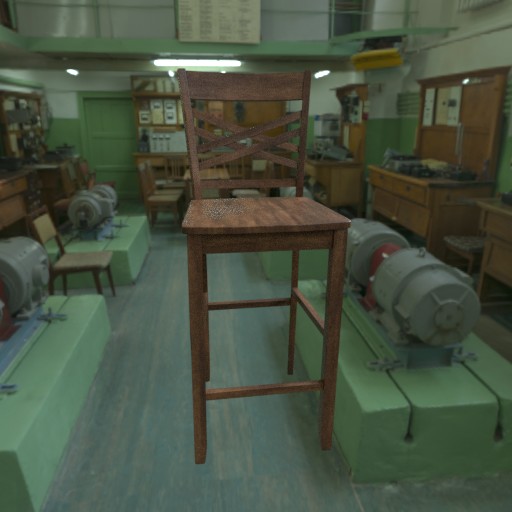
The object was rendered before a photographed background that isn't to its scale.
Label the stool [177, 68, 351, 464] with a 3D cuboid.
[{"bbox_3d":[0.000,0.000,1.368,0.433,1.105,0.487,-3,18,-8],"label":"stool"}]
